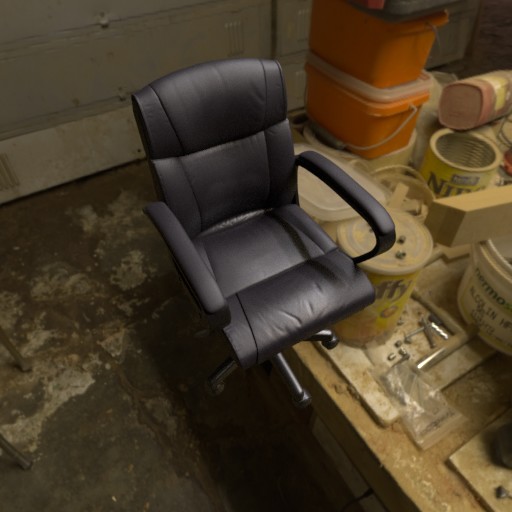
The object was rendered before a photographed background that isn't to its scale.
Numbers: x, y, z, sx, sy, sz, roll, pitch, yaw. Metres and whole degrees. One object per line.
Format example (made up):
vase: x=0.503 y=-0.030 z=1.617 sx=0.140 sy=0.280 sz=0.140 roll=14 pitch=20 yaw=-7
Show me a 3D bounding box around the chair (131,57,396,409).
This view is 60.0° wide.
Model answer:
chair: x=0.000 y=0.000 z=1.395 sx=0.576 sy=0.998 sz=0.641 roll=-23 pitch=50 yaw=-20
